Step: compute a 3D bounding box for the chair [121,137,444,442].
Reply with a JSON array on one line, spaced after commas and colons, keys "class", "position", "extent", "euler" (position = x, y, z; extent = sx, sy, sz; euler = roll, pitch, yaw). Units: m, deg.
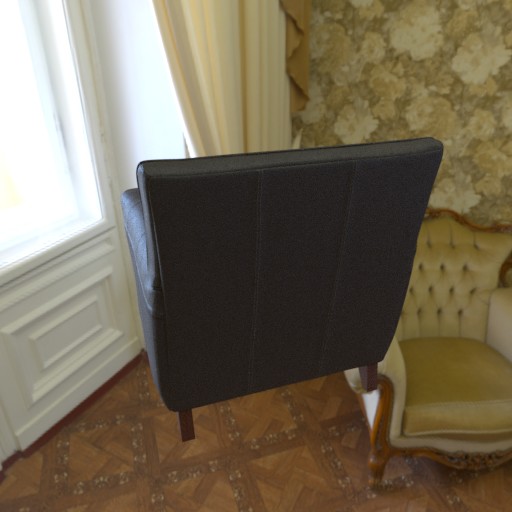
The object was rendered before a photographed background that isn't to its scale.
[{"class": "chair", "position": [0.000, 0.000, 1.616], "extent": [0.870, 0.943, 0.825], "euler": [-9, 28, -17]}]
